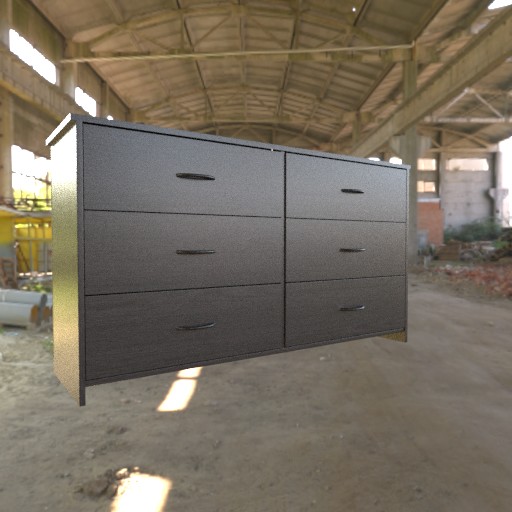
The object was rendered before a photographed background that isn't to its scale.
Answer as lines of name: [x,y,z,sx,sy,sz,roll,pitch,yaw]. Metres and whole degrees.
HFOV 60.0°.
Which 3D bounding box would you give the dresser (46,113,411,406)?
dresser: [0.000,0.000,1.651,1.360,0.755,0.401,-1,2,-34]
